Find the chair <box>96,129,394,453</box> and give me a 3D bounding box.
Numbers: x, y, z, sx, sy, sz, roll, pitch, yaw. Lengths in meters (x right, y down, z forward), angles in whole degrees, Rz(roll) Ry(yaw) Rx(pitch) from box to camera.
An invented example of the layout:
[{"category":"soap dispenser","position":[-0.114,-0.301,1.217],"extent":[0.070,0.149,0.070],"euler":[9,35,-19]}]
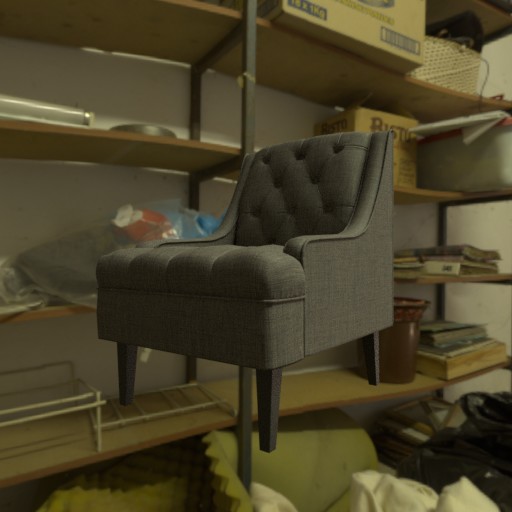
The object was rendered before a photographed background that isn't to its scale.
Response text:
[{"category":"chair","position":[0.000,0.000,1.418],"extent":[0.655,0.891,0.771],"euler":[0,0,37]}]
